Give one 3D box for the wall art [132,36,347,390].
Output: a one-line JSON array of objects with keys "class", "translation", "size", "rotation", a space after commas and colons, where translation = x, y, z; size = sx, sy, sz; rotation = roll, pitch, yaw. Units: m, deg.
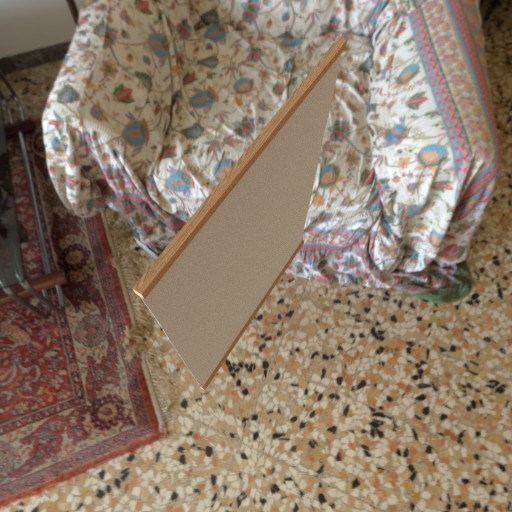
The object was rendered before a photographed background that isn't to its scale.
[{"class": "wall art", "translation": [0.000, 0.000, 1.338], "size": [0.020, 1.016, 0.739], "rotation": [30, 68, 14]}]
